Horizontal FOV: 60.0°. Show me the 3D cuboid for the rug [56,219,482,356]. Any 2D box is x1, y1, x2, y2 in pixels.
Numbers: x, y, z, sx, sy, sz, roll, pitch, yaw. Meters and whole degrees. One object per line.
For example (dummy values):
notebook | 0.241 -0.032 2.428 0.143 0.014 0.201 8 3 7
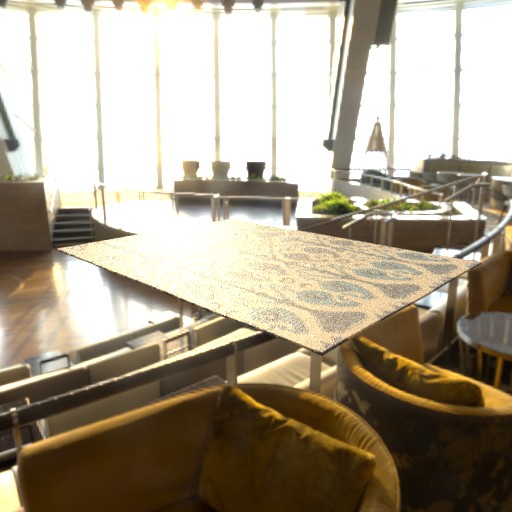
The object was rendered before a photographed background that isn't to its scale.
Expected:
rug | 0.000 0.000 2.905 2.261 0.013 1.676 14 20 42
